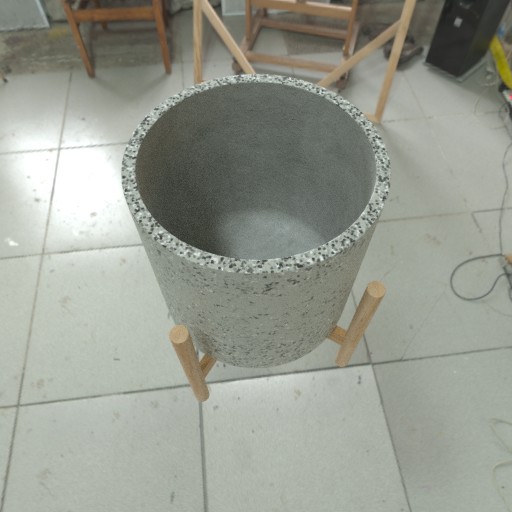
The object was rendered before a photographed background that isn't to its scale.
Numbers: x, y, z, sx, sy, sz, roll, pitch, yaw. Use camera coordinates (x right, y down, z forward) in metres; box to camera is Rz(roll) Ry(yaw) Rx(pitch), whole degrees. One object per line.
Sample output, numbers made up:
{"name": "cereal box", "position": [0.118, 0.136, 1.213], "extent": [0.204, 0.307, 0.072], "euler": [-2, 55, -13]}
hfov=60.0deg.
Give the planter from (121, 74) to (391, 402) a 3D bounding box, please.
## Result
{"name": "planter", "position": [0.000, 0.000, 0.681], "extent": [0.360, 0.419, 0.360], "euler": [-32, 63, -18]}
